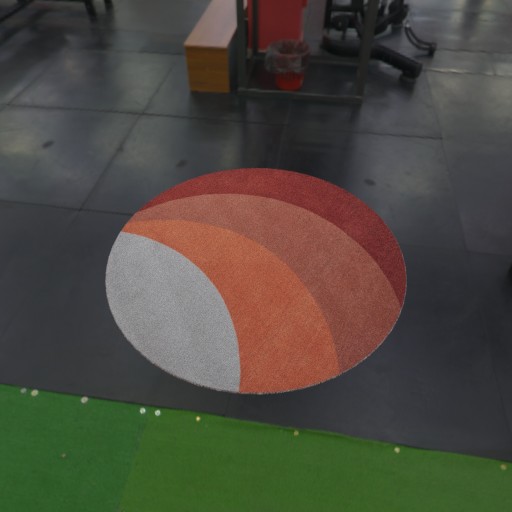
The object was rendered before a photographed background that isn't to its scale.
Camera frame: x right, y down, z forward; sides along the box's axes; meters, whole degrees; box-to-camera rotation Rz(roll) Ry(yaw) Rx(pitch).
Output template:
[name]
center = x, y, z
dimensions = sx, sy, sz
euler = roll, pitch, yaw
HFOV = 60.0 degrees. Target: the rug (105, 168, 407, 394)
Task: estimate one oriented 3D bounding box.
[rug]
center = 0.000, 0.000, 2.288
dimensions = 1.514, 0.015, 1.514
euler = 0, 47, 0
